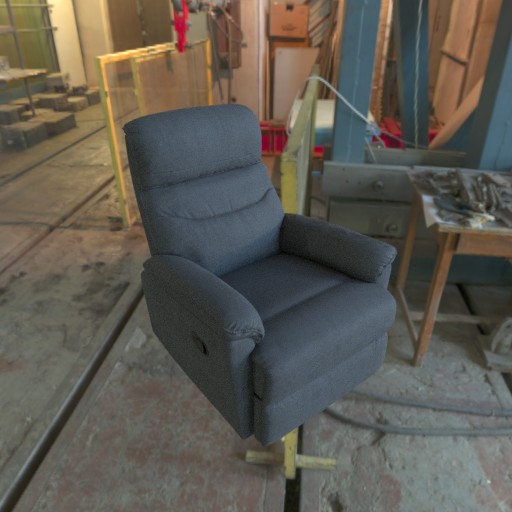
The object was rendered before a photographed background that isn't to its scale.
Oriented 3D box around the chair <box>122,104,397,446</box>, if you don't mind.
[{"bbox_3d":[0.000,0.000,1.796,0.820,1.037,1.004,-21,36,-33],"label":"chair"}]
